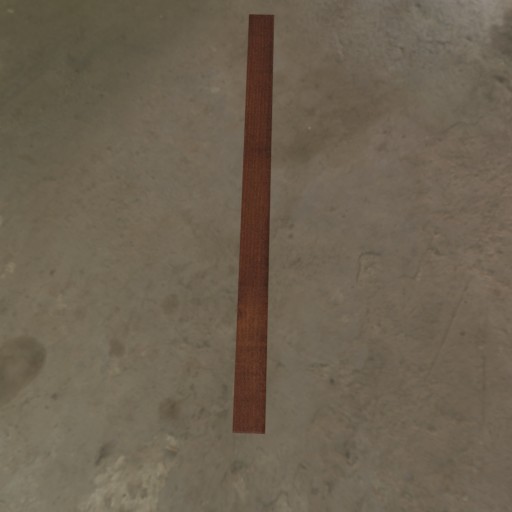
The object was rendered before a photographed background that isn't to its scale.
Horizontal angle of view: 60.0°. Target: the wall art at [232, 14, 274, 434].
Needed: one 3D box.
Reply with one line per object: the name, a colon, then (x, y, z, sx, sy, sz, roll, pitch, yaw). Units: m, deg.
wall art: (0.000, 0.000, 0.831, 0.037, 0.572, 0.554, 2, 75, 0)
